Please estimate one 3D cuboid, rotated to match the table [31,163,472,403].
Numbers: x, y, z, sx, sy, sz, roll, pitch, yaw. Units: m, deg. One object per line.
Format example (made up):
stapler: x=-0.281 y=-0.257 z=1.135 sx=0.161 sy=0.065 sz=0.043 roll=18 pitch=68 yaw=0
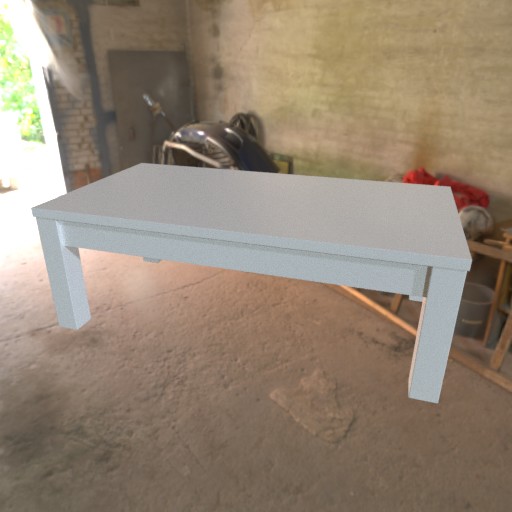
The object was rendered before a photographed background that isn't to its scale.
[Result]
table: x=0.000 y=0.000 z=1.688 sx=1.350 sy=0.470 sz=0.700 roll=8 pitch=26 yaw=16
